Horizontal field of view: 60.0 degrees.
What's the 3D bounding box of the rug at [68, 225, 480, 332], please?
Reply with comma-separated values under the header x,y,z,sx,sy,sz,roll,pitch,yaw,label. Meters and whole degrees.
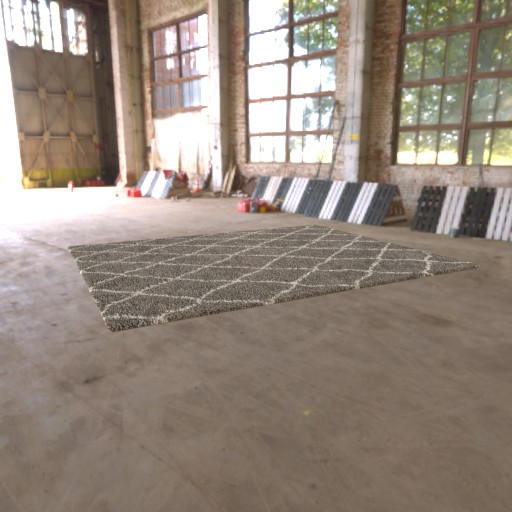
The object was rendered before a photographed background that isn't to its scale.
x,y,z,sx,sy,sz,roll,pitch,yaw,label
0.000,0.000,4.124,3.047,0.029,2.438,-7,15,-27,rug
